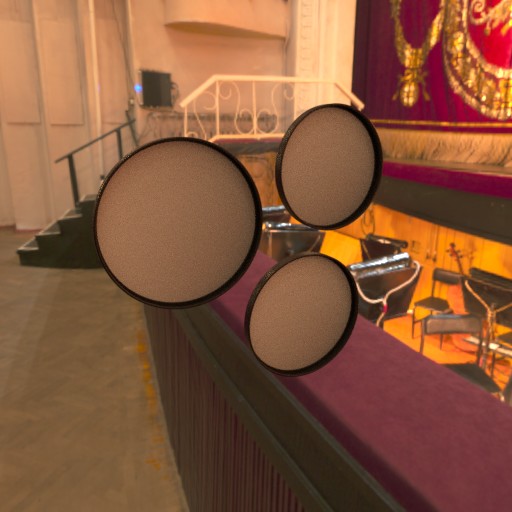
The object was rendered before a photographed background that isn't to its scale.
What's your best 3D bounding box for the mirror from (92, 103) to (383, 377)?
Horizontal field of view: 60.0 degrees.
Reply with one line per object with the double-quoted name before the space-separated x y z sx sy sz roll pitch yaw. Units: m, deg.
"mirror" 0.000 0.000 3.166 2.160 2.096 0.076 -8 17 -25
